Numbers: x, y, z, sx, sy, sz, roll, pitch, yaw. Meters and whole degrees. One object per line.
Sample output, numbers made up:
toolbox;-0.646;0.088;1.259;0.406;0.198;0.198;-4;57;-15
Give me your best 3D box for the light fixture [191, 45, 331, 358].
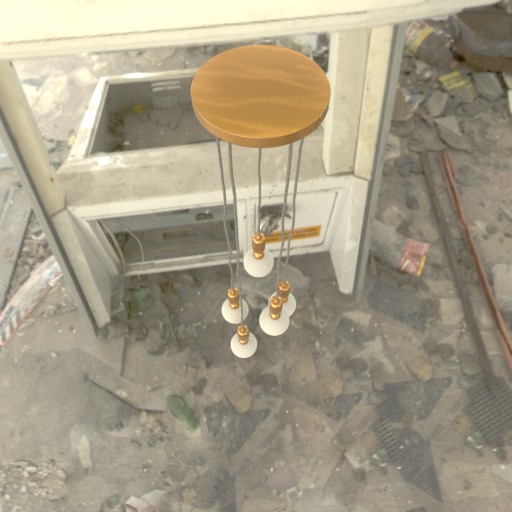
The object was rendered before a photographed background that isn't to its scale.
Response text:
light fixture;0.000;0.000;0.502;0.105;0.457;0.108;16;60;9
